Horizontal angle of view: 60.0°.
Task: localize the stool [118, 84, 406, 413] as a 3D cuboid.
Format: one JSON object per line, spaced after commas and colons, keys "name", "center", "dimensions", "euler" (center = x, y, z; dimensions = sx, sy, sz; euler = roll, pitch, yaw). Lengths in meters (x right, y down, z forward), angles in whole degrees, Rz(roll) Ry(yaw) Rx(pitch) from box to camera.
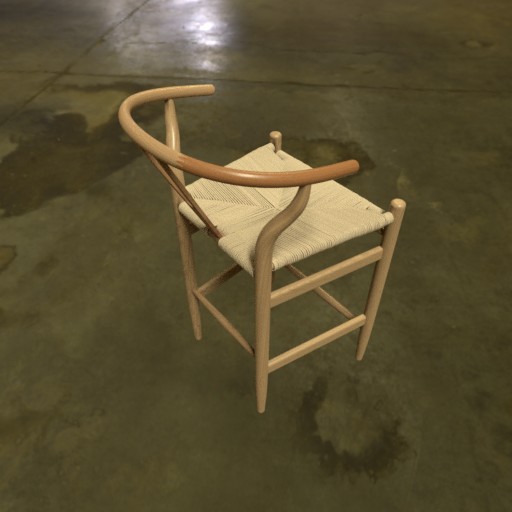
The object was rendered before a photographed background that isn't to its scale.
{"name": "stool", "center": [0.000, 0.000, 1.267], "dimensions": [0.575, 0.923, 0.536], "euler": [-28, 49, -28]}
